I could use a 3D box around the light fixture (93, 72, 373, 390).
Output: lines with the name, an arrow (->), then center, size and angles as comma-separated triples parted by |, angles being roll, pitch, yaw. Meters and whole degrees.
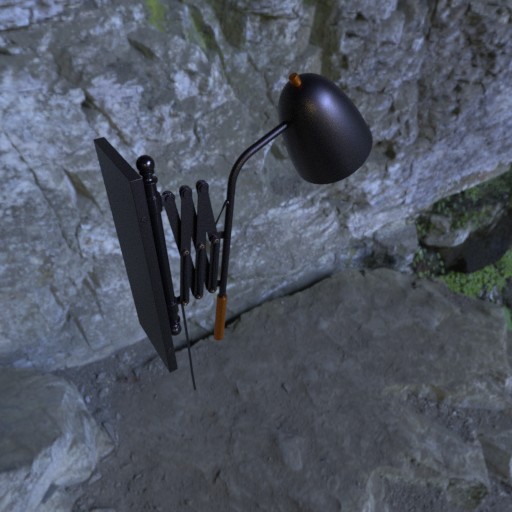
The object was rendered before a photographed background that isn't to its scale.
light fixture -> 0.000, 0.000, 0.927 | 0.499, 0.715, 0.162 | -23, 45, -25
